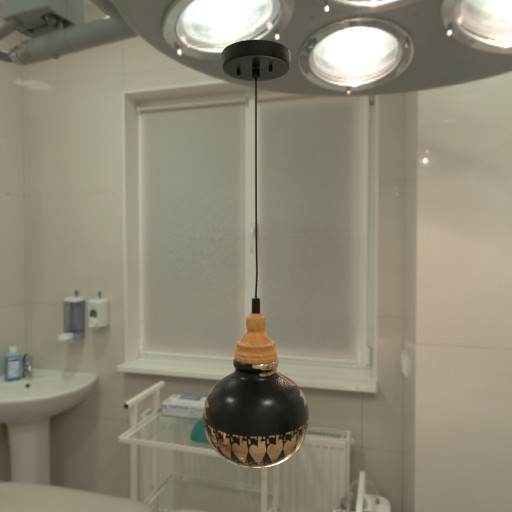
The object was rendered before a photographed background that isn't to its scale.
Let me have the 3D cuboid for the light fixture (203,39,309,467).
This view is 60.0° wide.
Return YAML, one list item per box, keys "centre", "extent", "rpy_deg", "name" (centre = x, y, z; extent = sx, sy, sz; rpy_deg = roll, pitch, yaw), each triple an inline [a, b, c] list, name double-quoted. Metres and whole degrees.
- centre: [0.000, 0.000, 1.795]
  extent: [0.430, 1.606, 0.430]
  rpy_deg: [0, 2, 16]
  name: "light fixture"
